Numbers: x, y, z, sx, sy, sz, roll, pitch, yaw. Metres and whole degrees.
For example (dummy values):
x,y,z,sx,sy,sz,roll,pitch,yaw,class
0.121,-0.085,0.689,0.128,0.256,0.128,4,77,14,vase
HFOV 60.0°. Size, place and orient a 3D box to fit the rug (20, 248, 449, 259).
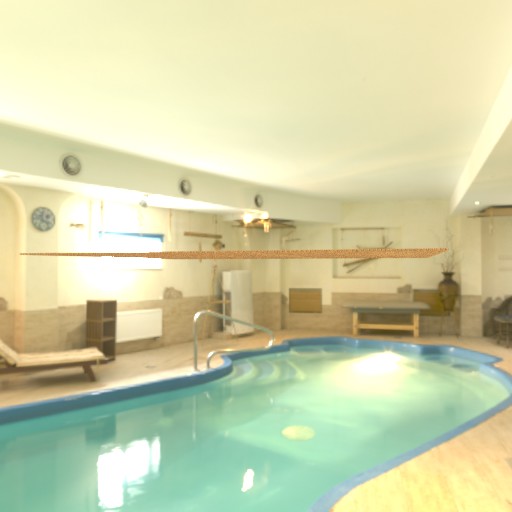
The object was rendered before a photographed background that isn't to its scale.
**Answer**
x,y,z,sx,sy,sz,roll,pitch,yaw,class
0.000,0.000,4.034,3.048,0.013,2.439,0,-1,19,rug
